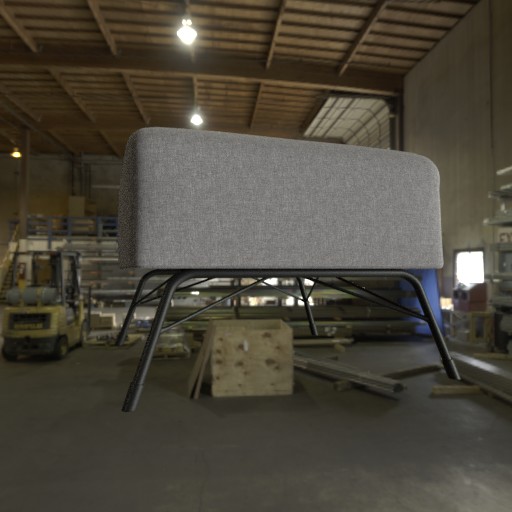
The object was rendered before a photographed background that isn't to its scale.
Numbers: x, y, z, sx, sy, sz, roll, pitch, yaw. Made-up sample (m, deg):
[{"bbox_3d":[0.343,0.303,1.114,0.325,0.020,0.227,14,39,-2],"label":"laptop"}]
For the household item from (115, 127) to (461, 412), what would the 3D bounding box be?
[{"bbox_3d":[0.000,0.000,0.891,0.530,0.410,0.530,1,-2,-19],"label":"household item"}]
